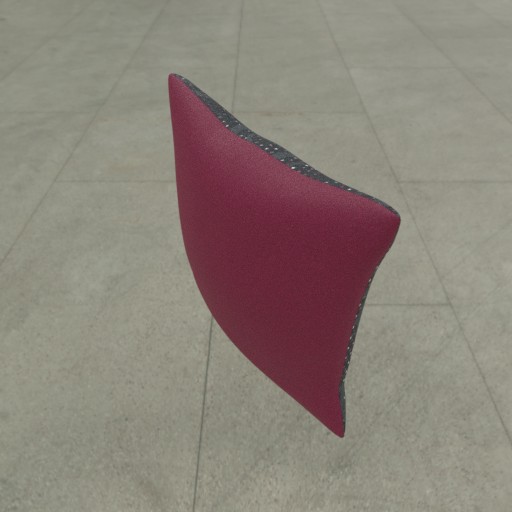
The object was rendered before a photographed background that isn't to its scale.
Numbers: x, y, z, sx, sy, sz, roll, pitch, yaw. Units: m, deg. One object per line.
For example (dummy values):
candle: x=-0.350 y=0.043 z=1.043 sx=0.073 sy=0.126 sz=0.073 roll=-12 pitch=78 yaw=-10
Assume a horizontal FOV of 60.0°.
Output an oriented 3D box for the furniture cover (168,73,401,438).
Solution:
furniture cover: x=0.000 y=0.000 z=0.819 sx=0.193 sy=0.509 sz=0.552 roll=-25 pitch=48 yaw=-26
